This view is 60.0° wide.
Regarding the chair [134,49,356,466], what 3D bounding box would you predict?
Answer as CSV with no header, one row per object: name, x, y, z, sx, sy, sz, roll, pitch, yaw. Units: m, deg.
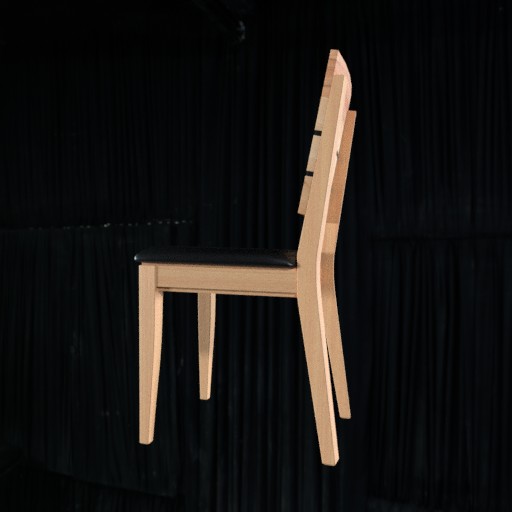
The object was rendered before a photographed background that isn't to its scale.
chair,0.000,0.000,1.219,0.520,0.940,0.410,0,0,18
